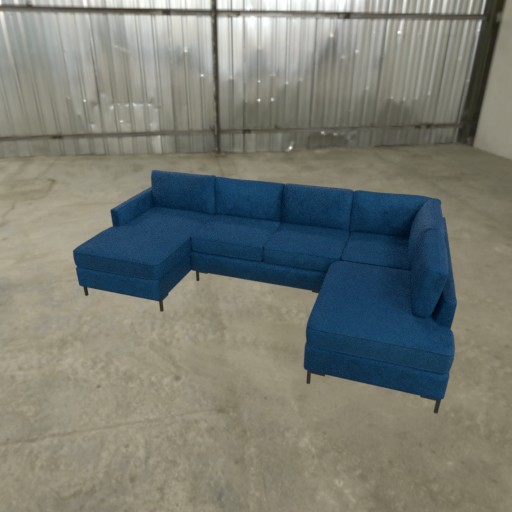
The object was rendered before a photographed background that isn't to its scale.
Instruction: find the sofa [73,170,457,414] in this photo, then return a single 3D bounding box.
[{"bbox_3d":[0.000,0.000,4.231,3.434,0.992,2.055,9,28,17],"label":"sofa"}]
